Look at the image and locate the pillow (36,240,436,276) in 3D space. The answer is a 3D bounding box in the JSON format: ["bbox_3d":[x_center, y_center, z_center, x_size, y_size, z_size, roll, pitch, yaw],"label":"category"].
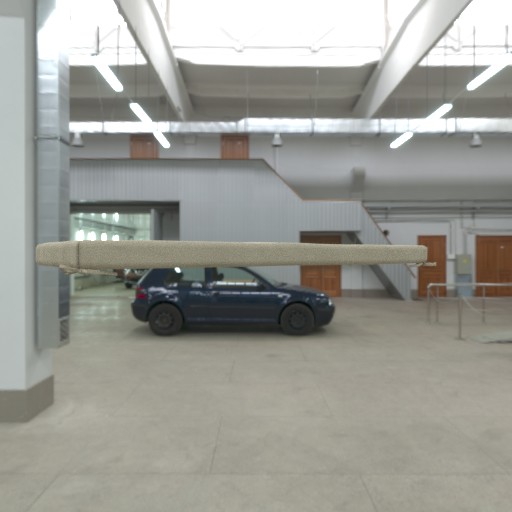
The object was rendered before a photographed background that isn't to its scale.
[{"bbox_3d":[0.000,0.000,1.347,1.187,0.081,0.492,0,0,-35],"label":"pillow"}]
